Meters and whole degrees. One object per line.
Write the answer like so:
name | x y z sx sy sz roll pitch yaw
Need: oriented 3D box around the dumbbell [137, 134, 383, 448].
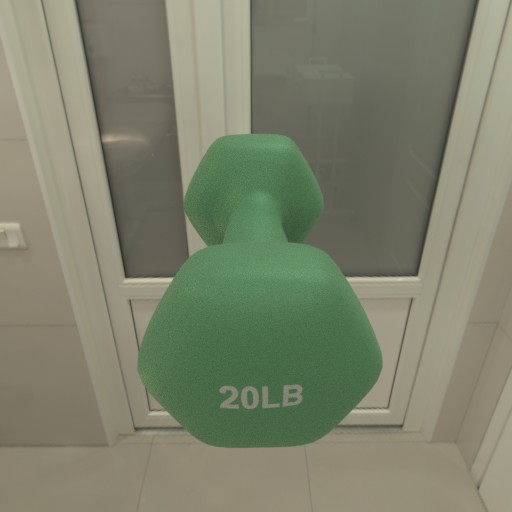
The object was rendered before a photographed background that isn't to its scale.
dumbbell | 0.000 0.000 0.322 0.129 0.117 0.260 0 31 0
